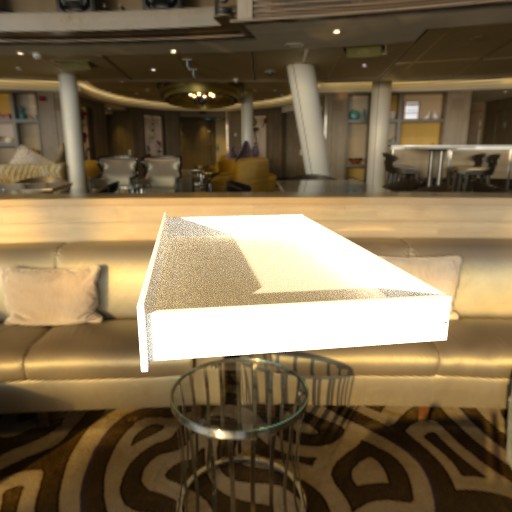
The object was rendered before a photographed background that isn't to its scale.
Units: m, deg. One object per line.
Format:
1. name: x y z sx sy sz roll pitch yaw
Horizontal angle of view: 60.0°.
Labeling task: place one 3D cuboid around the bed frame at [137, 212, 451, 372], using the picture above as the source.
1. bed frame: 0.000 0.000 1.541 0.670 0.141 1.300 -2 14 -9
